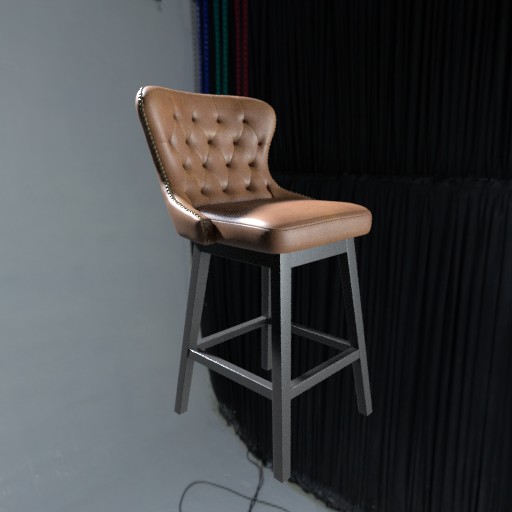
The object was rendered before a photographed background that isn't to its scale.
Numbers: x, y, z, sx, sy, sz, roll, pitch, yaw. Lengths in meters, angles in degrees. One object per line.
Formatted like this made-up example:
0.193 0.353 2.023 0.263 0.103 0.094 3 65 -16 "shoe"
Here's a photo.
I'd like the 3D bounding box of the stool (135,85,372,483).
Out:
0.000 0.000 1.319 0.593 0.971 0.528 12 18 43 "stool"
